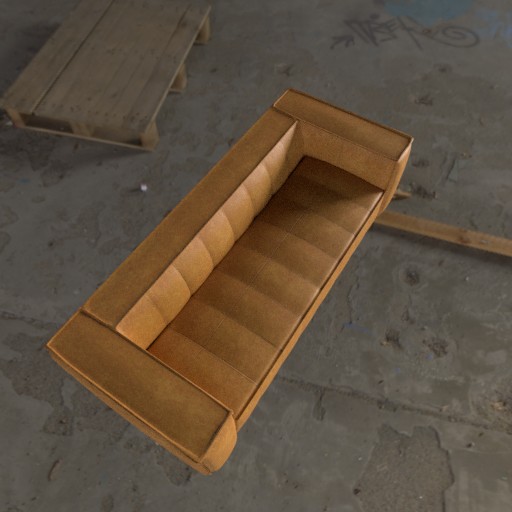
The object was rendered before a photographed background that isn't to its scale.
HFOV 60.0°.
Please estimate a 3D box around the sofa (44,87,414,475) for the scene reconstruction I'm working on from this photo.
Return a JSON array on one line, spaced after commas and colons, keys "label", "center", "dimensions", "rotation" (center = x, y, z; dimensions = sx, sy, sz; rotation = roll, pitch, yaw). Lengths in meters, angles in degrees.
[{"label": "sofa", "center": [0.000, 0.000, 3.028], "dimensions": [1.102, 0.701, 2.581], "rotation": [29, 63, 17]}]
